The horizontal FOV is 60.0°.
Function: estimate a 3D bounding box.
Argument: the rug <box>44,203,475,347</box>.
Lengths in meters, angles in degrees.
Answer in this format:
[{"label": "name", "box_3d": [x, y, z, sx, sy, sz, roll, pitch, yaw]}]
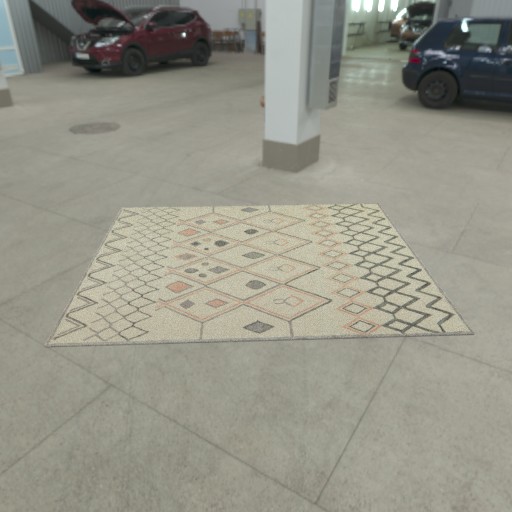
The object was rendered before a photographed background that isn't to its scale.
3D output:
[{"label": "rug", "box_3d": [0.000, 0.000, 4.188, 3.050, 0.016, 2.441, -1, 29, -2]}]
